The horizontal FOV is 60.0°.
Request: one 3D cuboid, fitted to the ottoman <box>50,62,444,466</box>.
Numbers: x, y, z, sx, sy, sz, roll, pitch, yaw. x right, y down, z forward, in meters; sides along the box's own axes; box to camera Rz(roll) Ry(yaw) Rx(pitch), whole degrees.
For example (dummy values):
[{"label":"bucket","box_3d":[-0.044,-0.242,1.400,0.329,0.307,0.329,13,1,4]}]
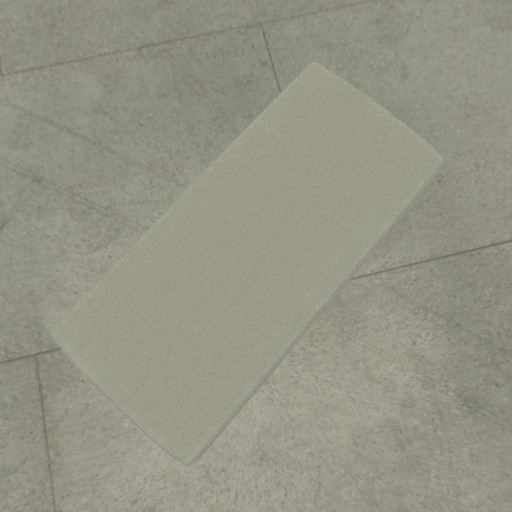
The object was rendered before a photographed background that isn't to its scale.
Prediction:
[{"label":"ottoman","box_3d":[0.000,0.000,1.683,0.665,0.457,1.388,40,80,9]}]
